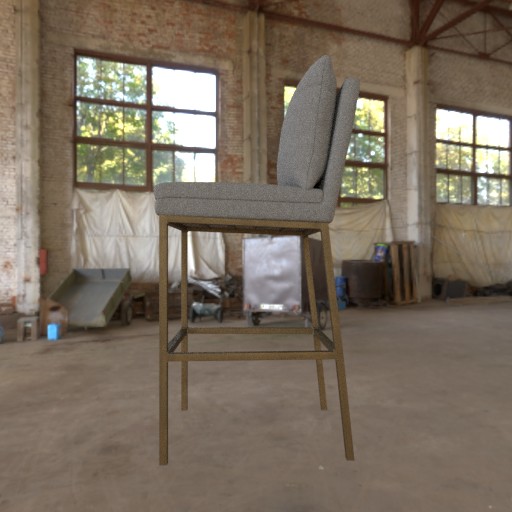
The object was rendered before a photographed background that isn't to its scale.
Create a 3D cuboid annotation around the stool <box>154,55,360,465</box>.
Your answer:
[{"bbox_3d":[0.000,0.000,1.427,0.569,1.132,0.463,0,0,-2],"label":"stool"}]
